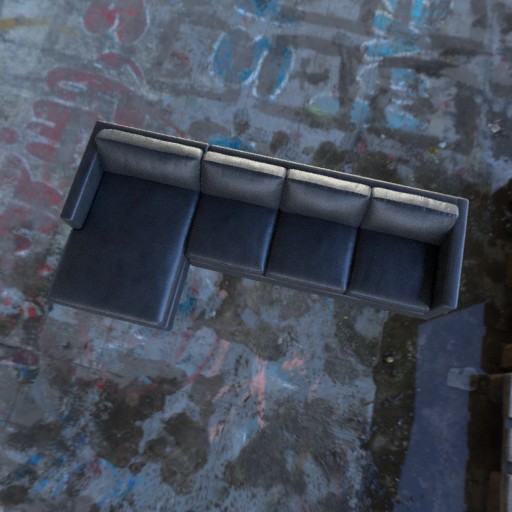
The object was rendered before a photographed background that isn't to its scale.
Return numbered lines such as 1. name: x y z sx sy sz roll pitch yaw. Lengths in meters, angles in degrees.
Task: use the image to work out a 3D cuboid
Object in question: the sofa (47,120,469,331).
1. sofa: 0.000 0.000 3.783 3.203 0.883 1.581 13 74 4
